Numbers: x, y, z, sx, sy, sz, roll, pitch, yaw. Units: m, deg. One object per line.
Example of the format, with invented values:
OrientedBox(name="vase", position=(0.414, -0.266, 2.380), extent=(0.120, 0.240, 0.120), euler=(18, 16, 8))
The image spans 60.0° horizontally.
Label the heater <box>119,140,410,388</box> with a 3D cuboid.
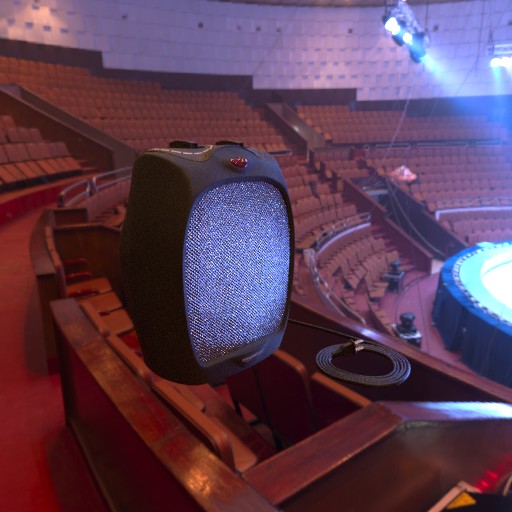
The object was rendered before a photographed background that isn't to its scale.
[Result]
OrientedBox(name="heater", position=(0.000, 0.000, 0.475), extent=(0.291, 0.240, 0.239), euler=(14, 20, 43))
